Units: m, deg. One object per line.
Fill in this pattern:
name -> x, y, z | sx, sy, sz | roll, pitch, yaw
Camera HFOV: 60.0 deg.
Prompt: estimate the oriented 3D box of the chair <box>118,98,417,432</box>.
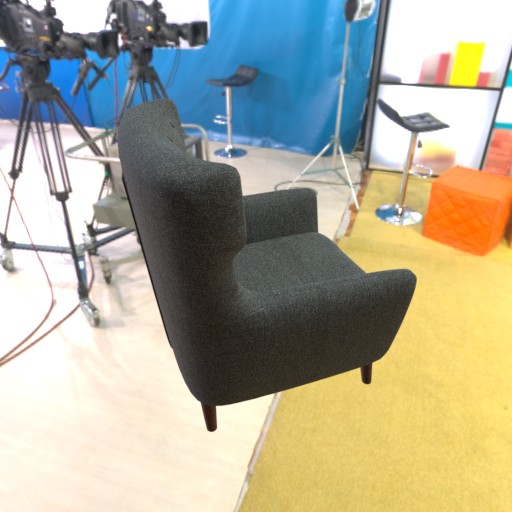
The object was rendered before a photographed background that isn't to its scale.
chair -> 0.000, 0.000, 1.731 | 0.904, 1.063, 0.878 | -11, 33, -17
